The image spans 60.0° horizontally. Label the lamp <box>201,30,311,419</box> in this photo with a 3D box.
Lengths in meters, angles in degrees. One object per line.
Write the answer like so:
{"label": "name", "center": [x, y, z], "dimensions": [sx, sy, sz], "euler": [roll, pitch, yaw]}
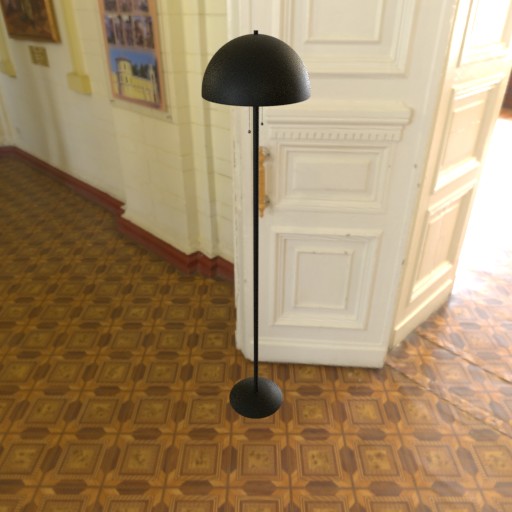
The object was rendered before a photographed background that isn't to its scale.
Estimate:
{"label": "lamp", "center": [0.000, 0.000, 1.628], "dimensions": [0.328, 1.480, 0.328], "euler": [0, 31, 0]}
